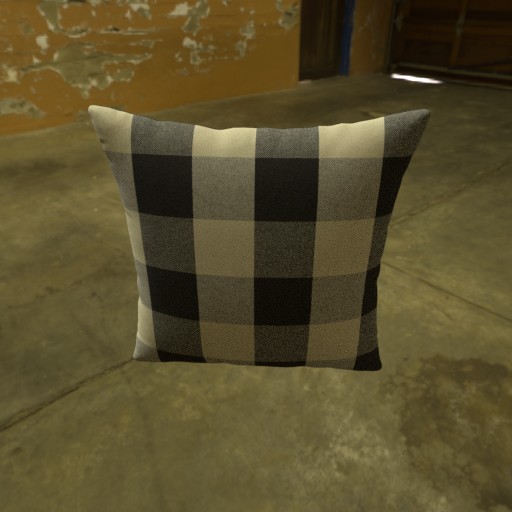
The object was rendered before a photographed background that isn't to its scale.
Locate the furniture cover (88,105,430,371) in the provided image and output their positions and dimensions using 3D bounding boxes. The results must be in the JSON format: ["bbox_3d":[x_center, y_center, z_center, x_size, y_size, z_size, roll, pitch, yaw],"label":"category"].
[{"bbox_3d":[0.000,0.000,0.784,0.511,0.509,0.161,2,30,3],"label":"furniture cover"}]
